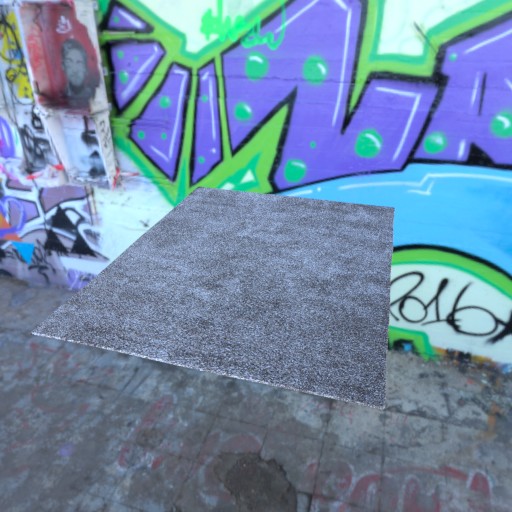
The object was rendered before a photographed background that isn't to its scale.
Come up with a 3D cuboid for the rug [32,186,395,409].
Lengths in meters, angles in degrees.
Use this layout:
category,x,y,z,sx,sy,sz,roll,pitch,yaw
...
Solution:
category,x,y,z,sx,sy,sz,roll,pitch,yaw
rug,0.000,0.000,4.060,2.401,0.025,3.000,8,30,14
